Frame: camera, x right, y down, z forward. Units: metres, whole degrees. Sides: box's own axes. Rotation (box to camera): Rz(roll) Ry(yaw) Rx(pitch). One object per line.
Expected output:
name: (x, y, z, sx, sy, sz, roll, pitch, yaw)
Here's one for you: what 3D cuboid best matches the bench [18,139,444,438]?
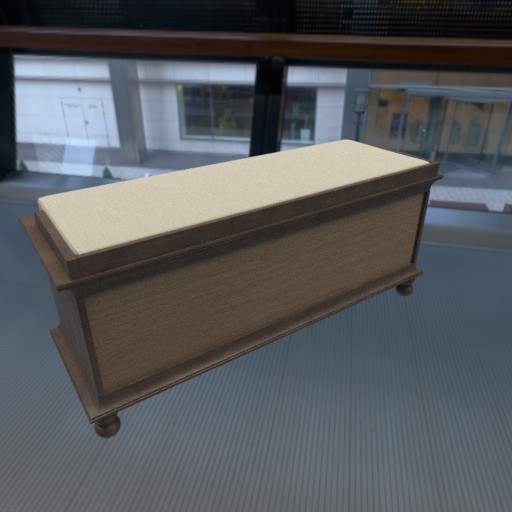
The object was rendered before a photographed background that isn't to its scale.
bench: (0.000, 0.000, 1.367, 1.185, 0.501, 0.402, -18, 33, -30)
